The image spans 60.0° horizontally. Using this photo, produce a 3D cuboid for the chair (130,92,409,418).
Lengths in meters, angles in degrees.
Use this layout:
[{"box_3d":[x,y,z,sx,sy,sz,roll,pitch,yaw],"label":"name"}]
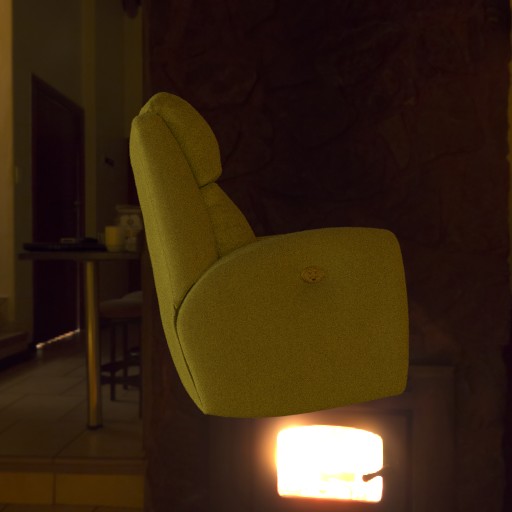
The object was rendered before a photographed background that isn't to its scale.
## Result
[{"box_3d":[0.000,0.000,1.716,0.940,1.016,0.794,0,0,-16],"label":"chair"}]
